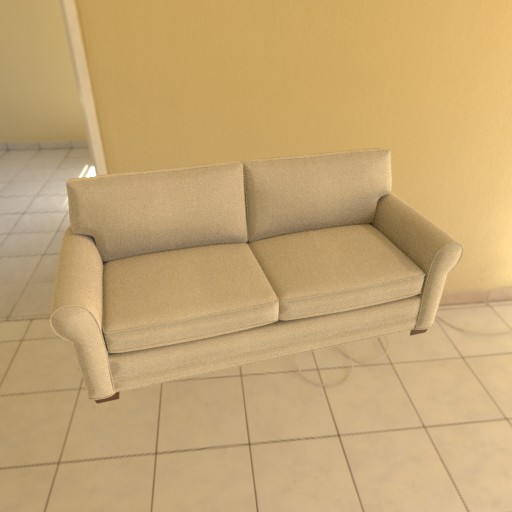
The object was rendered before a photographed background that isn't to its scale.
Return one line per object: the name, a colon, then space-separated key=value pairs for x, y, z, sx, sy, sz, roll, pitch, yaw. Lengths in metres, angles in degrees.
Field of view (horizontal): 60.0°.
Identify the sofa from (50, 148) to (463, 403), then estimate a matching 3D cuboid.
sofa: x=0.000 y=0.000 z=2.601 sx=2.146 sy=0.962 sz=0.901 roll=-9 pitch=33 yaw=-14
